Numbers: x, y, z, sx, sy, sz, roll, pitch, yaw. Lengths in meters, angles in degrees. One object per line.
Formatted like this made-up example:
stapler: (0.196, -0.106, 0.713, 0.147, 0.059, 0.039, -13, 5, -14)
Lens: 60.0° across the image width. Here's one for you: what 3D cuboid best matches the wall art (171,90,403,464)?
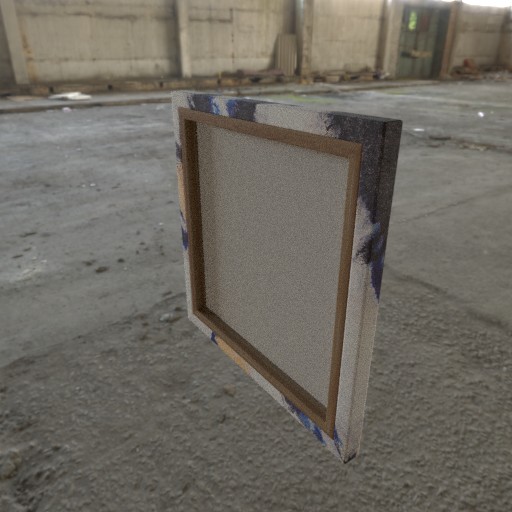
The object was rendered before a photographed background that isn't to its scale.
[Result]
wall art: (0.000, 0.000, 0.920, 0.039, 0.609, 0.609, -17, 30, -32)
